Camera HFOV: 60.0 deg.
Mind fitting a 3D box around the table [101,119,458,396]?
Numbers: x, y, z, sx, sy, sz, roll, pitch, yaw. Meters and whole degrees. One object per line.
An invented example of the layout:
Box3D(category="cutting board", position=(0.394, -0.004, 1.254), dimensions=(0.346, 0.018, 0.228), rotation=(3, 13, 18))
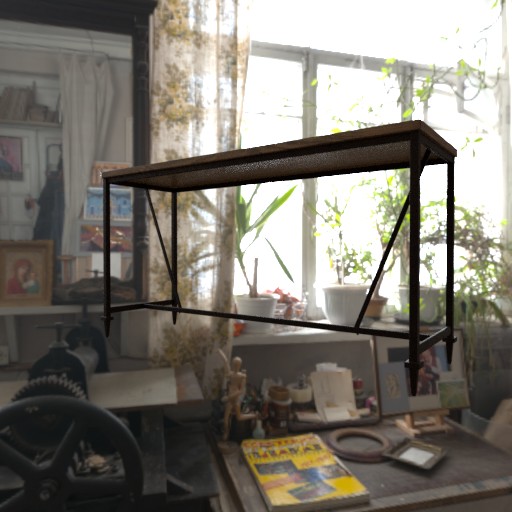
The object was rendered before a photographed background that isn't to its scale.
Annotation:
Box3D(category="table", position=(0.000, 0.000, 2.143), dimensions=(1.700, 0.902, 0.551), rotation=(1, 1, 36))
